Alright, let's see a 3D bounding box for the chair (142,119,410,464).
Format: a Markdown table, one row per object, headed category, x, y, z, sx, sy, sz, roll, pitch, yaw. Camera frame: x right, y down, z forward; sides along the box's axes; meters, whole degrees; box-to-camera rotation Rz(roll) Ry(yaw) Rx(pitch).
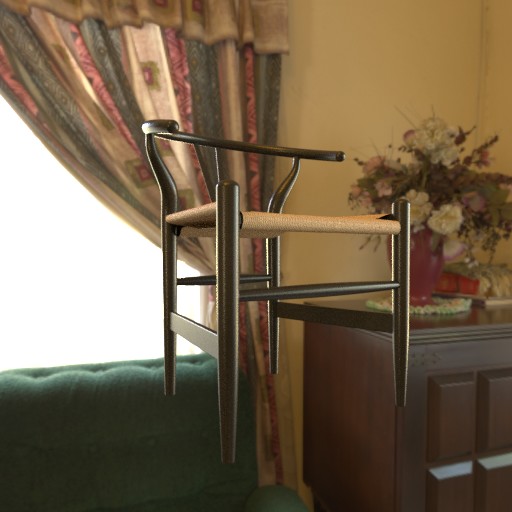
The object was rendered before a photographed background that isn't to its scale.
| category | x | y | z | sx | sy | sz | roll | pitch | yaw |
| --- | --- | --- | --- | --- | --- | --- | --- | --- | --- |
| chair | 0.000 | 0.000 | 1.162 | 0.570 | 0.739 | 0.570 | 0 | 1 | -36 |
